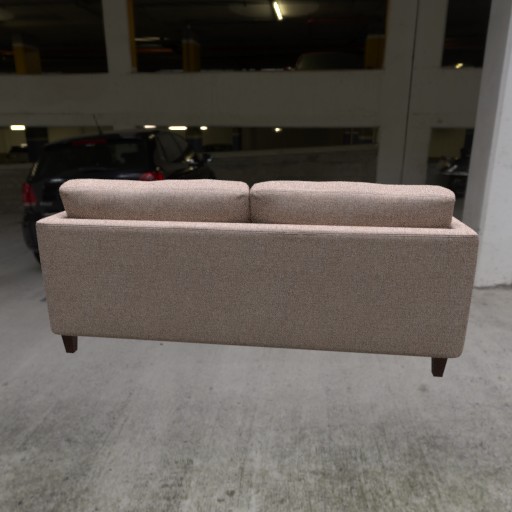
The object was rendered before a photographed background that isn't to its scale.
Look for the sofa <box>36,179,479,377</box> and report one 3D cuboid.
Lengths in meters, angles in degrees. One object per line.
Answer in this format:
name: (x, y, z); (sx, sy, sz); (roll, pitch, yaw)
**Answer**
sofa: (0.000, 0.000, 2.662); (2.208, 0.965, 0.951); (2, 17, 7)
